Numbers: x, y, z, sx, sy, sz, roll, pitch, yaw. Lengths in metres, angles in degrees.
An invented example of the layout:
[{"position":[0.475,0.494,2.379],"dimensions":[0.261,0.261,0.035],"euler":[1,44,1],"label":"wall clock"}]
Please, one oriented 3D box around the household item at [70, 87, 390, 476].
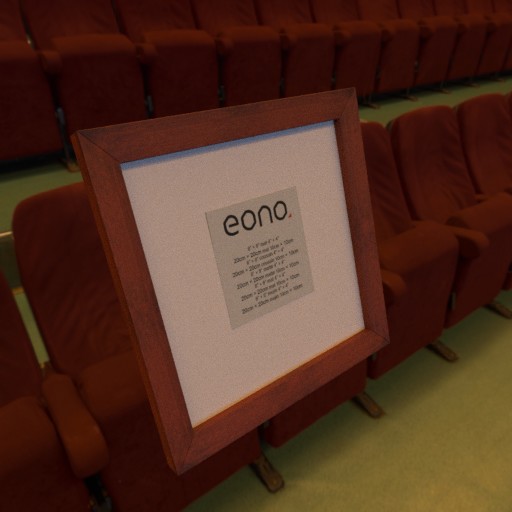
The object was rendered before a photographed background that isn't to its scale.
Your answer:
[{"position":[0.000,0.000,0.373],"dimensions":[0.240,0.240,0.131],"euler":[-21,36,-31],"label":"household item"}]
